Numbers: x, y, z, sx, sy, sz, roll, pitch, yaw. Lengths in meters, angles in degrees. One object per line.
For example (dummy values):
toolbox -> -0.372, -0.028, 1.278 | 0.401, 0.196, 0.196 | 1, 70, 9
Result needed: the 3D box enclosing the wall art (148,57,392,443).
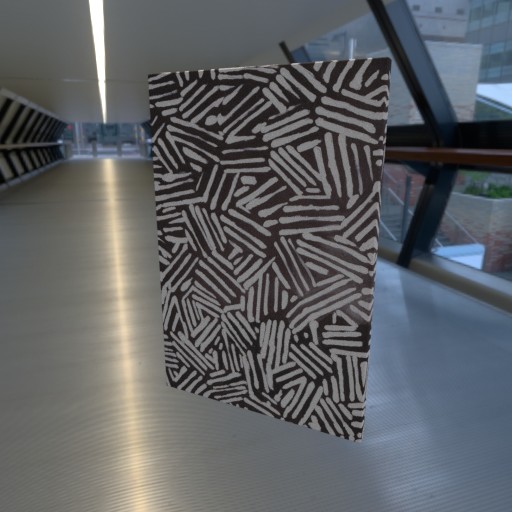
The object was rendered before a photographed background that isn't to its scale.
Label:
wall art -> 0.000, 0.000, 1.161 | 0.615, 0.918, 0.035 | 8, 17, 25
